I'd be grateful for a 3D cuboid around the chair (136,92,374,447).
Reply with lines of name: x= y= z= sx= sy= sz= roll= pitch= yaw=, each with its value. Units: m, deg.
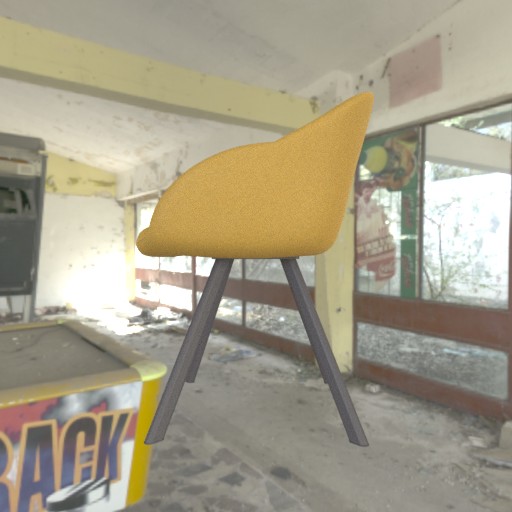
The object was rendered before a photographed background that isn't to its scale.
chair: x=0.000 y=0.000 z=1.161 sx=0.583 sy=0.793 sz=0.551 roll=0 pitch=1 yaw=1
